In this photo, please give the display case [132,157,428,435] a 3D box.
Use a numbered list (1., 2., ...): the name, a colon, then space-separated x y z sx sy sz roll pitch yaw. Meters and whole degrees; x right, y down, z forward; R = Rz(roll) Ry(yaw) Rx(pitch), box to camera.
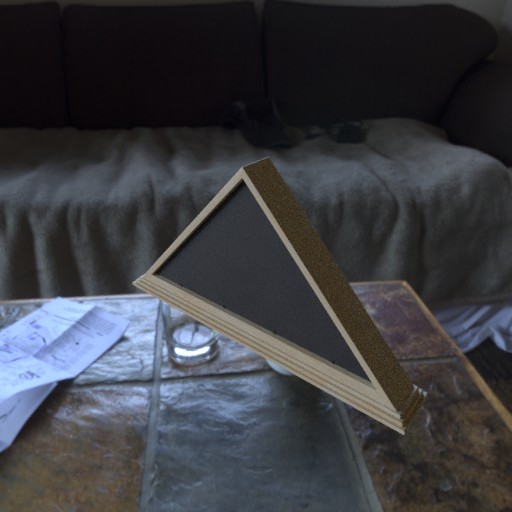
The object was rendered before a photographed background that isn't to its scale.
1. display case: 0.000 0.000 0.777 0.640 0.340 0.095 22 37 33
